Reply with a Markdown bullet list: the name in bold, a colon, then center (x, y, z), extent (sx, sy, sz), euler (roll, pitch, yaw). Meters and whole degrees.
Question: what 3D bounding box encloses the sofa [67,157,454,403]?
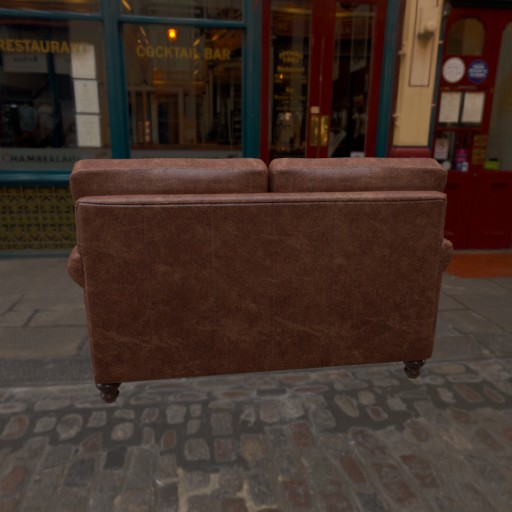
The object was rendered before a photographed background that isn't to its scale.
- **sofa**: center (0.000, 0.000, 2.207), extent (1.616, 0.967, 0.990), euler (-2, 14, -8)
